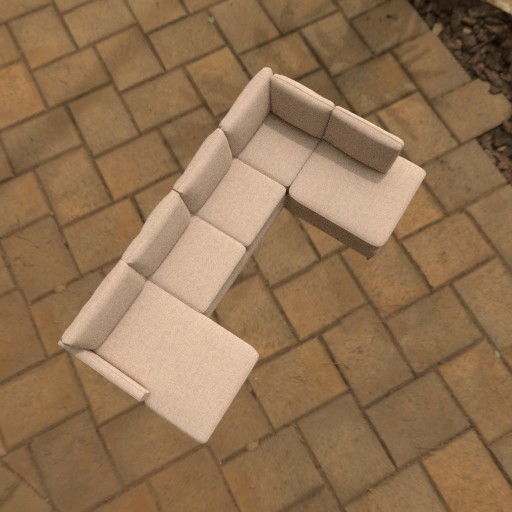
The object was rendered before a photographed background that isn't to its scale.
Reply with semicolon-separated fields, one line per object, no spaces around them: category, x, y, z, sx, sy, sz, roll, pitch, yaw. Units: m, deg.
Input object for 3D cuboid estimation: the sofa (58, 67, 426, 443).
sofa;0.000;0.000;4.358;2.021;0.996;3.423;32;77;8
